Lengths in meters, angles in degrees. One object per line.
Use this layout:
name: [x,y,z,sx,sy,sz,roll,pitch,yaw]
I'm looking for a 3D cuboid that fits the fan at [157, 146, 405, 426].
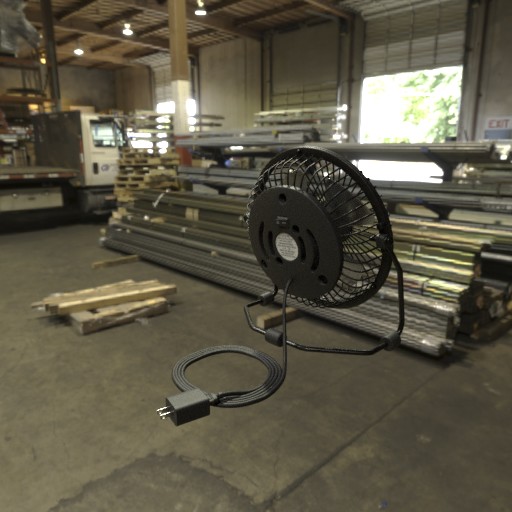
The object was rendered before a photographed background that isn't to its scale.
fan: [0.000,0.000,0.316,0.202,0.152,0.153,-14,20,-43]
